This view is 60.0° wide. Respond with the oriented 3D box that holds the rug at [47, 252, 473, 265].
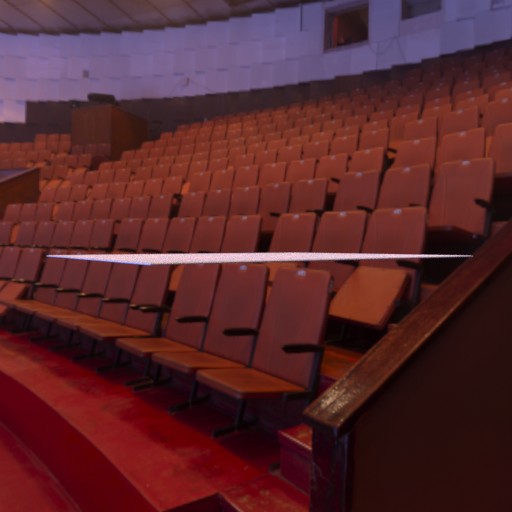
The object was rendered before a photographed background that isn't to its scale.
[{"bbox_3d":[0.000,0.000,3.943,2.980,0.012,2.363,-1,2,-36],"label":"rug"}]
